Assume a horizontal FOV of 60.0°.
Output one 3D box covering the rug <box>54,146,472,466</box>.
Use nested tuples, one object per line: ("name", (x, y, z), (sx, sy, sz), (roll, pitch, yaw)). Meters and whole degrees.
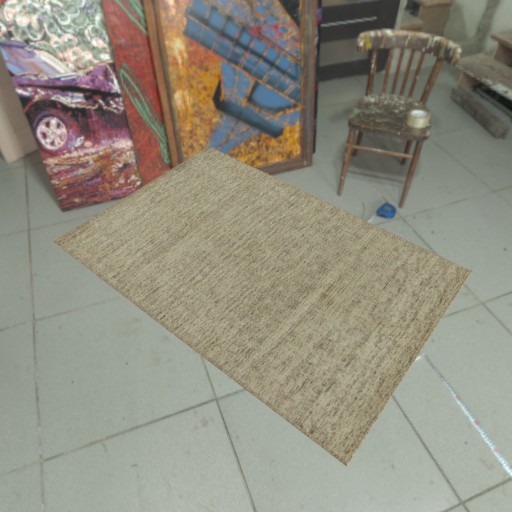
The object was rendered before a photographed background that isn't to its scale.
("rug", (0.000, 0.000, 2.305), (1.822, 0.018, 1.211), (30, 53, 26))
